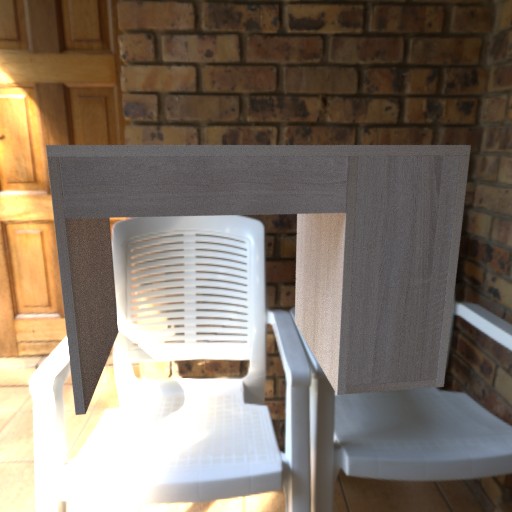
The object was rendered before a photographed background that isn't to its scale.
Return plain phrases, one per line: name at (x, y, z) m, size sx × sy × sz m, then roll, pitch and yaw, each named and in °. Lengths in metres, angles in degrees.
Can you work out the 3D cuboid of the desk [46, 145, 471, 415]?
desk at (0.000, 0.000, 1.511) m, size 1.100 × 0.731 × 0.600 m, roll -2°, pitch 14°, yaw -8°
